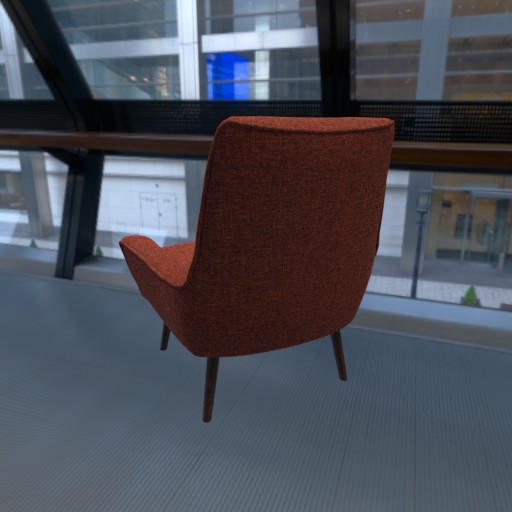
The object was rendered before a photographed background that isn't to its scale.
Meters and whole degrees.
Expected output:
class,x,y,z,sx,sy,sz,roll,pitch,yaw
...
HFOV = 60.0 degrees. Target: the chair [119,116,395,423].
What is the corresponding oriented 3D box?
class,x,y,z,sx,sy,sz,roll,pitch,yaw
chair,0.000,0.000,1.538,0.803,0.911,0.784,-8,18,-25
